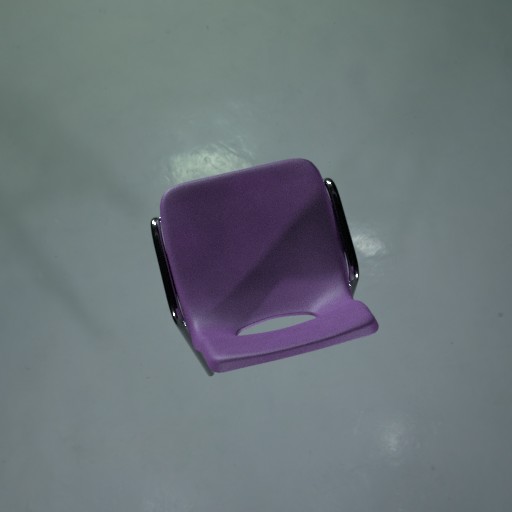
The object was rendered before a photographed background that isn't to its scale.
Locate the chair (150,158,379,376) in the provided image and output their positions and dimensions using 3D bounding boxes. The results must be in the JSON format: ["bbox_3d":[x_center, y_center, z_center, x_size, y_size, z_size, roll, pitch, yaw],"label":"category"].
[{"bbox_3d":[0.000,0.000,0.895,0.381,0.654,0.432,-13,75,-4],"label":"chair"}]
